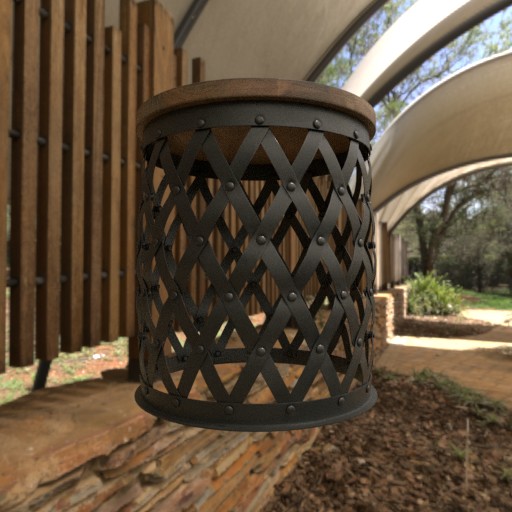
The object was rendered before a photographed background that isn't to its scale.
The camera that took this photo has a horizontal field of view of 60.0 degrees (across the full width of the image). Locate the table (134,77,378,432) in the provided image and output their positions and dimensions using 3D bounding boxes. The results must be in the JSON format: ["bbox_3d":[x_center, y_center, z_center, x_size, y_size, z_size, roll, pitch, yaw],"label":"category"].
[{"bbox_3d":[0.000,0.000,0.769,0.405,0.454,0.405,0,-1,0],"label":"table"}]
